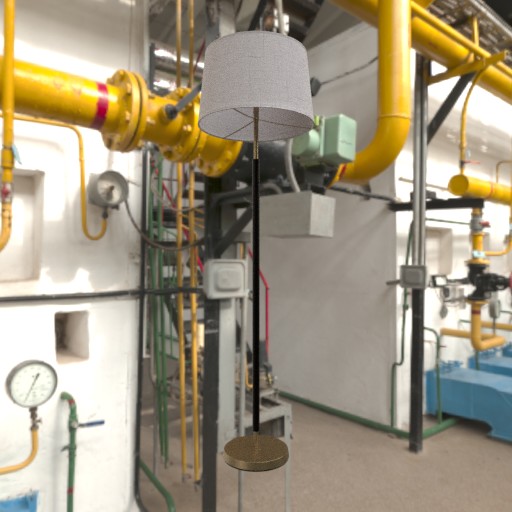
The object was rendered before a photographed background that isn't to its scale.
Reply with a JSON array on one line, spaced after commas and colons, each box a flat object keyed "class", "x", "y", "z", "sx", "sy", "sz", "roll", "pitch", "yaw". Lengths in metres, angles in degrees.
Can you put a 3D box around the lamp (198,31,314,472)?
[{"class": "lamp", "x": 0.000, "y": 0.000, "z": 1.605, "sx": 0.420, "sy": 1.447, "sz": 0.420, "roll": 0, "pitch": 0, "yaw": 0}]
